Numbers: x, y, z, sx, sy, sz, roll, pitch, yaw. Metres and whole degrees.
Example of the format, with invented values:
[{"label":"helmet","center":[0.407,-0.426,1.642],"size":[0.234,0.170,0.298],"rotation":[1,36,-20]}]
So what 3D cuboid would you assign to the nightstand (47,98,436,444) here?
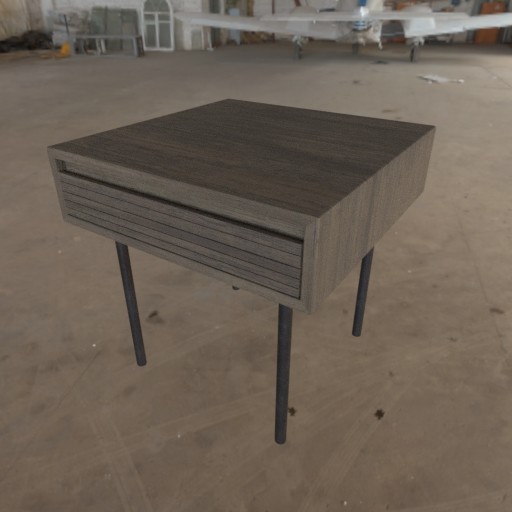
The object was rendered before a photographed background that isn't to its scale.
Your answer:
[{"label":"nightstand","center":[0.000,0.000,0.915],"size":[0.502,0.497,0.503],"rotation":[18,35,29]}]
